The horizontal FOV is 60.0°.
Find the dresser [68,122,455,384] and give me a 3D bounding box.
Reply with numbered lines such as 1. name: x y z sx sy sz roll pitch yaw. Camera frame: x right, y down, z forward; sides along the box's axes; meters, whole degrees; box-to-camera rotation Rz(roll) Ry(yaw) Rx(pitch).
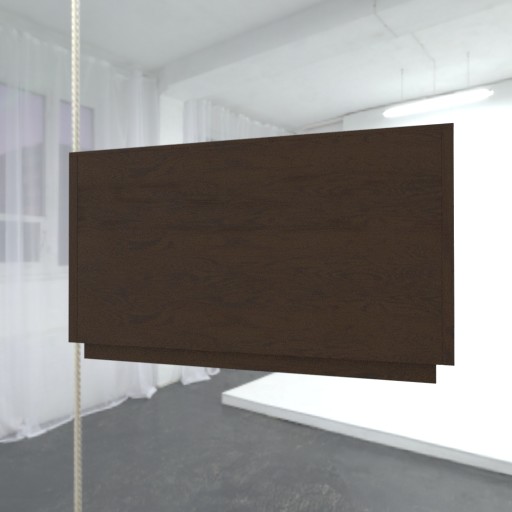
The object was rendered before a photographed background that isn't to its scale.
1. dresser: 0.000 0.000 1.935 1.523 0.889 0.512 0 0 16
